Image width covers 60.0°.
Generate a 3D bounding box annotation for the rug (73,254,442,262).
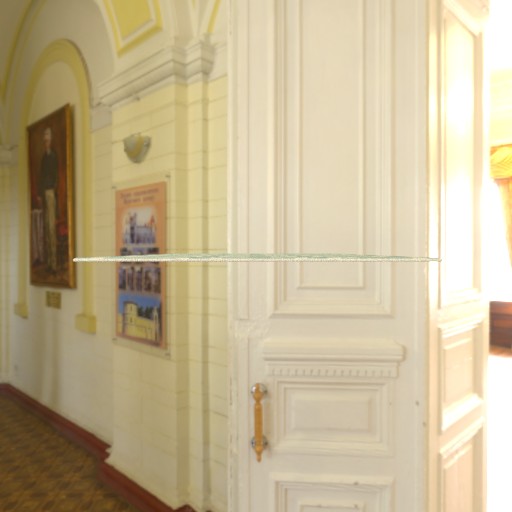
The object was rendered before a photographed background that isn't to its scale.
[{"bbox_3d":[0.000,0.000,3.048,1.528,0.015,2.443,0,1,-1],"label":"rug"}]
